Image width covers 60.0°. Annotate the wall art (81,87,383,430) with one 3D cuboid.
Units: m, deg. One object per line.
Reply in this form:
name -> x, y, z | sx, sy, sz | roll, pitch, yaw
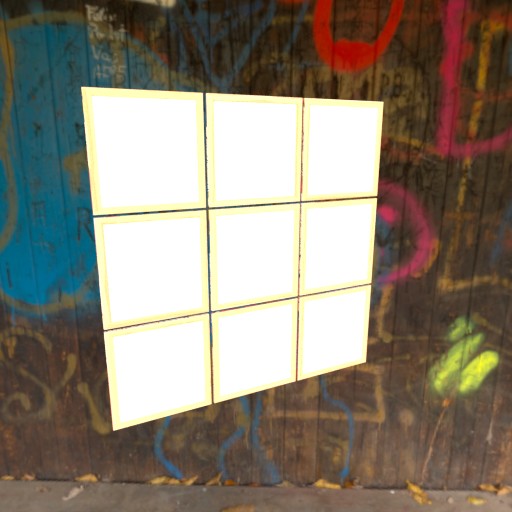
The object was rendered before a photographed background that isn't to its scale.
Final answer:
wall art -> 0.000, 0.000, 1.784 | 1.206, 1.218, 0.013 | -7, 16, -26
